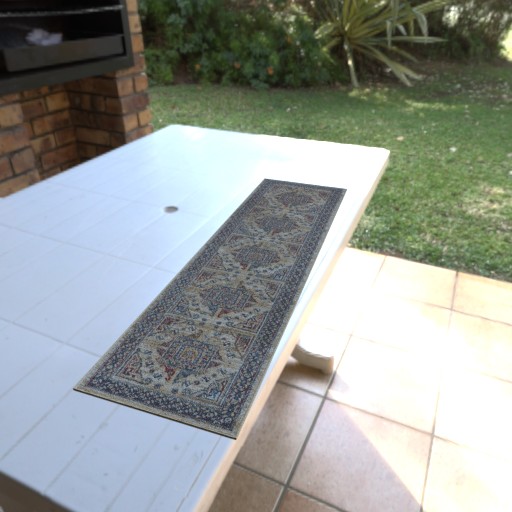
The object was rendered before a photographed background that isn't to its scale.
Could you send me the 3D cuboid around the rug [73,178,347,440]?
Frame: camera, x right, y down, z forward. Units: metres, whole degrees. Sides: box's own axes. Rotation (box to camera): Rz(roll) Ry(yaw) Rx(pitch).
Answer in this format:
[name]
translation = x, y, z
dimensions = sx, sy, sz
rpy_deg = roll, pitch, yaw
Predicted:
[rug]
translation = 0.000, 0.000, 2.502
dimensions = 0.661, 0.013, 2.297
rpy_deg = 10, 32, 16
